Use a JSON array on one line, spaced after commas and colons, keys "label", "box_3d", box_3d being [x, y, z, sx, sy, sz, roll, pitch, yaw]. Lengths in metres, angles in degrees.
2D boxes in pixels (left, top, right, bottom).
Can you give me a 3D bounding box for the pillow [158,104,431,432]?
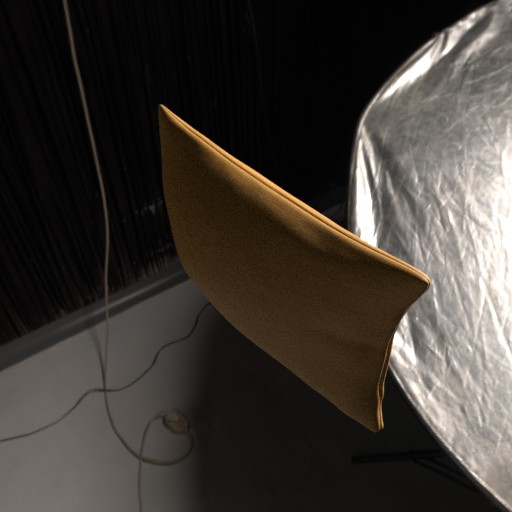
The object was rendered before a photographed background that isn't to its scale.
[{"label": "pillow", "box_3d": [0.000, 0.000, 0.798, 0.210, 0.354, 0.634, -28, 48, -28]}]
